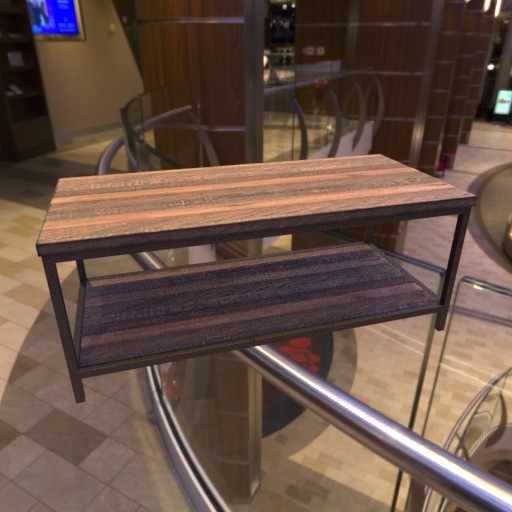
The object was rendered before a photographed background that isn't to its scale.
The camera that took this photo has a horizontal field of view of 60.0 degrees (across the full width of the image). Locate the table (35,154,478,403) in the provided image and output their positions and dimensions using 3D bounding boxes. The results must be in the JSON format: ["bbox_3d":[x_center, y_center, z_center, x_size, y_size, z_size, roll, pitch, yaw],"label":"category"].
[{"bbox_3d":[0.000,0.000,1.231,0.990,0.399,0.452,-8,27,-15],"label":"table"}]
